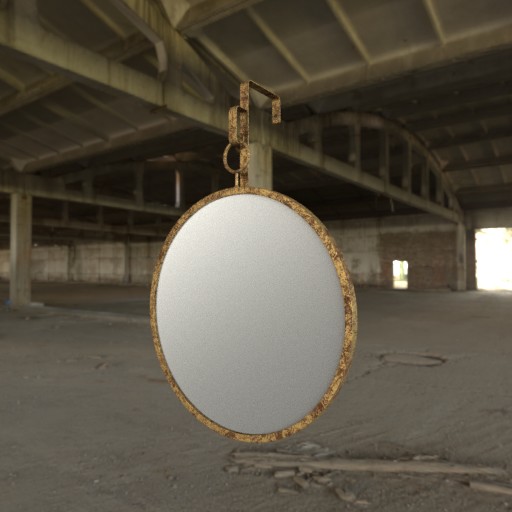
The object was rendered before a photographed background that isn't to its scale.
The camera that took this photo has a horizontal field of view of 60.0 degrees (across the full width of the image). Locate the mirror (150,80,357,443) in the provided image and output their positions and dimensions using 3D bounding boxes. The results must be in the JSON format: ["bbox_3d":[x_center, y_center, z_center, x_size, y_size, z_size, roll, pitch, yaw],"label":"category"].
[{"bbox_3d":[0.000,0.000,0.842,0.447,0.651,0.144,-1,-2,36],"label":"mirror"}]
